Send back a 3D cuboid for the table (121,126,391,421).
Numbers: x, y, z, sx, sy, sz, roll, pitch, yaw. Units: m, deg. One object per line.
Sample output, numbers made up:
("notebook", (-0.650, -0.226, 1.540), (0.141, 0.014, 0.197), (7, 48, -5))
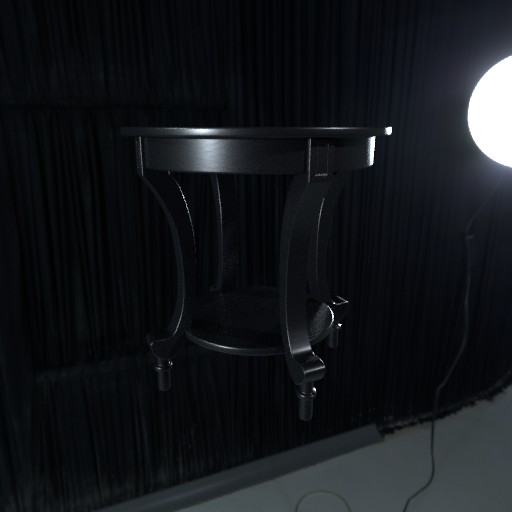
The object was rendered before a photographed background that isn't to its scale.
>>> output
("table", (0.000, 0.000, 1.104), (0.597, 0.618, 0.597), (0, 16, 0))
